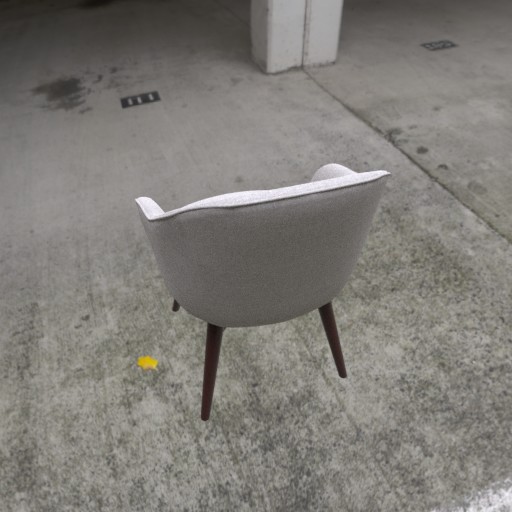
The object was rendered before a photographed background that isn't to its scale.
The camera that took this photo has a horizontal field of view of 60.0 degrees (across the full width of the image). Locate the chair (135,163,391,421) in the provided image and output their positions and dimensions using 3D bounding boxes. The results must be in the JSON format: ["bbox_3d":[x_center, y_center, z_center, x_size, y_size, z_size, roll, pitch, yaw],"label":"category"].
[{"bbox_3d":[0.000,0.000,1.280,0.596,0.823,0.635,-13,42,-14],"label":"chair"}]
